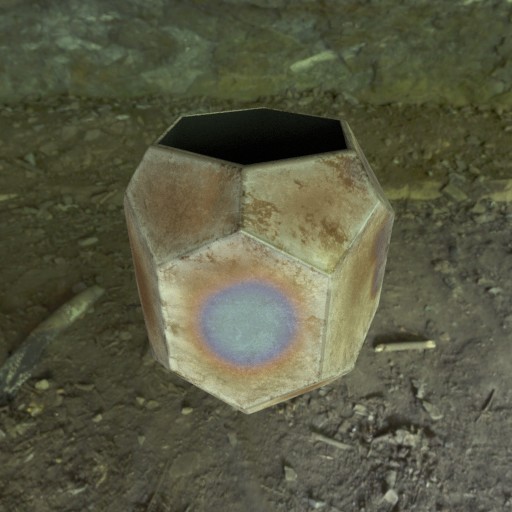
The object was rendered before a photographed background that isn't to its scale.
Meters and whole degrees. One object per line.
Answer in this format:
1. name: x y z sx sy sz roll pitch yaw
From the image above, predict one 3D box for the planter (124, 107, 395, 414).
1. planter: 0.000 0.000 0.422 0.221 0.238 0.243 20 37 30
